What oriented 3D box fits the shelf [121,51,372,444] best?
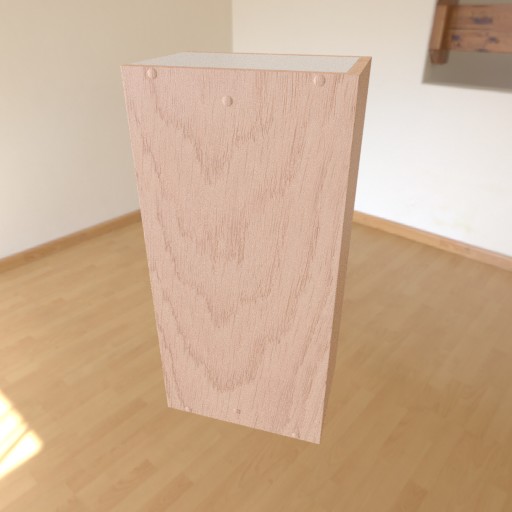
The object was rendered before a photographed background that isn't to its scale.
[{"bbox_3d":[0.000,0.000,0.740,0.290,0.600,0.200,8,31,14],"label":"shelf"}]
